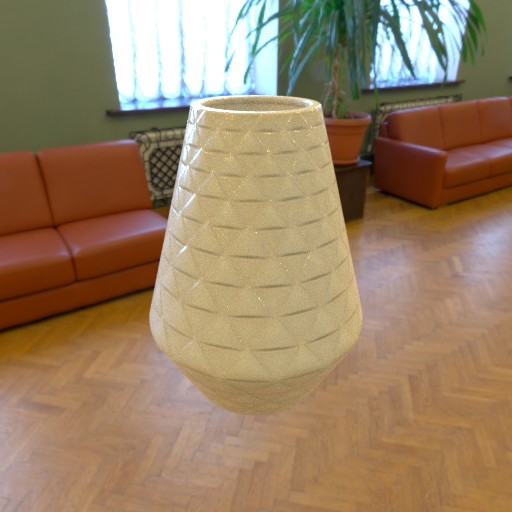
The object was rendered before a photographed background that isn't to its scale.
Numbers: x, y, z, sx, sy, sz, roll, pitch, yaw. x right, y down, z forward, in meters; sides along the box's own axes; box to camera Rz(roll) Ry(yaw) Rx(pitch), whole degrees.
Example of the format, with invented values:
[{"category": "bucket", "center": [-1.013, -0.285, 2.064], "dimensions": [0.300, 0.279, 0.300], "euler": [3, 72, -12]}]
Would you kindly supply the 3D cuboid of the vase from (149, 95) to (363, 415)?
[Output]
[{"category": "vase", "center": [0.000, 0.000, 0.350], "dimensions": [0.175, 0.230, 0.175], "euler": [0, 26, 0]}]
